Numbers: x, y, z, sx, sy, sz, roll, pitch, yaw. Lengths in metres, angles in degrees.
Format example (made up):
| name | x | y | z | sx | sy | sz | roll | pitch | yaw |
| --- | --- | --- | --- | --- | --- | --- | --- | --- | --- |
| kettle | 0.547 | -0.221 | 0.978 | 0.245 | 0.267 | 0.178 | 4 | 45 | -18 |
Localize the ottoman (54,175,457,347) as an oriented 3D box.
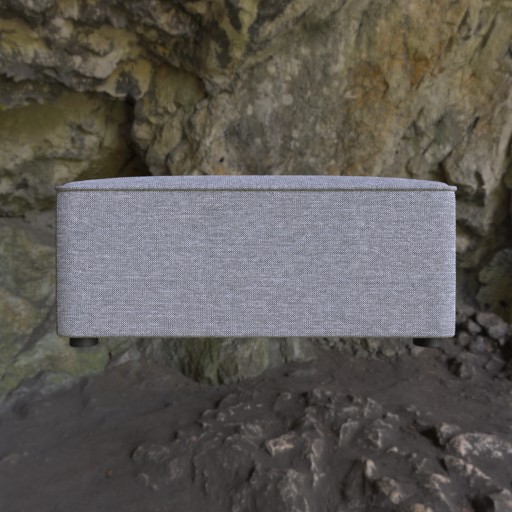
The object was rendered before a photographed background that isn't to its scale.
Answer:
| name | x | y | z | sx | sy | sz | roll | pitch | yaw |
| --- | --- | --- | --- | --- | --- | --- | --- | --- | --- |
| ottoman | 0.000 | 0.000 | 1.571 | 1.005 | 0.455 | 1.005 | 0 | 0 | 0 |
